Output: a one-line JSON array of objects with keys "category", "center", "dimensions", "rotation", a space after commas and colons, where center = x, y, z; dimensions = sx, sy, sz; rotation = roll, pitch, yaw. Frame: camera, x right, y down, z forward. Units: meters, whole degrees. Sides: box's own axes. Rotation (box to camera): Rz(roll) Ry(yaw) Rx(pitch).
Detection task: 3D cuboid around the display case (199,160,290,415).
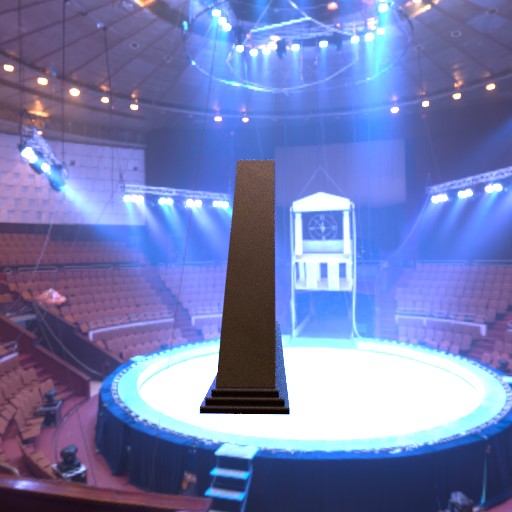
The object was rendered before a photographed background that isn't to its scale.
[{"category": "display case", "center": [0.000, 0.000, 0.783], "dimensions": [0.095, 0.340, 0.640], "rotation": [0, -1, 2]}]
